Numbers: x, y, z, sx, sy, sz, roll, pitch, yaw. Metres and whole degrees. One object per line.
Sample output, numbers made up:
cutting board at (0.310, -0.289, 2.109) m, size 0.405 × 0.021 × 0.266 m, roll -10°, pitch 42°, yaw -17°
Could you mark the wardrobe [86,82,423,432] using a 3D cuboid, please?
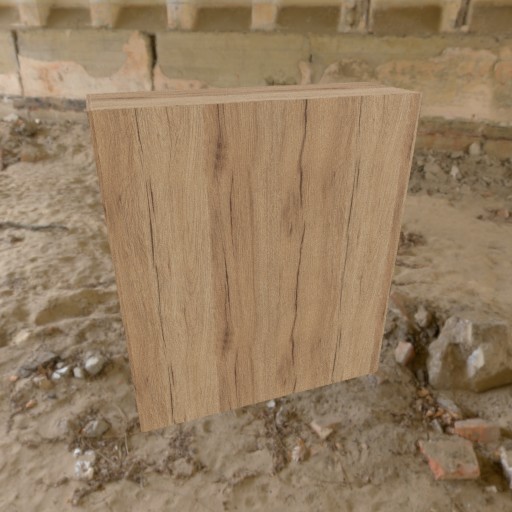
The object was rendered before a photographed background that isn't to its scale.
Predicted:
wardrobe at (0.000, 0.000, 2.977) m, size 1.810 × 2.070 × 0.580 m, roll -9°, pitch 29°, yaw -17°
